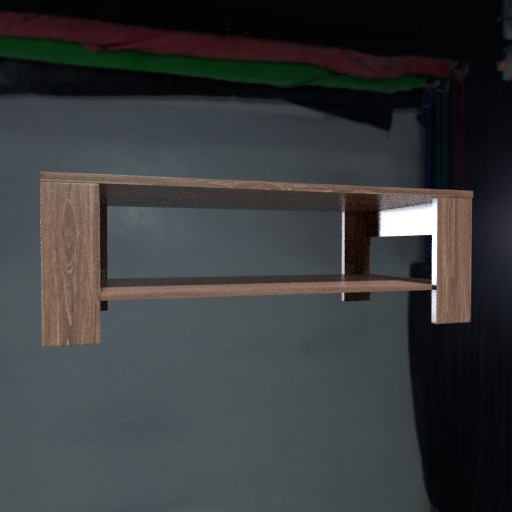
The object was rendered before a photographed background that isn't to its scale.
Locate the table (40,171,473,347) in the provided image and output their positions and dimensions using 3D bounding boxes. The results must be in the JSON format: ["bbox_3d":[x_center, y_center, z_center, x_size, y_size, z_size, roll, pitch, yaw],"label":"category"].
[{"bbox_3d":[0.000,0.000,1.467,1.200,0.400,0.600,0,1,-17],"label":"table"}]
